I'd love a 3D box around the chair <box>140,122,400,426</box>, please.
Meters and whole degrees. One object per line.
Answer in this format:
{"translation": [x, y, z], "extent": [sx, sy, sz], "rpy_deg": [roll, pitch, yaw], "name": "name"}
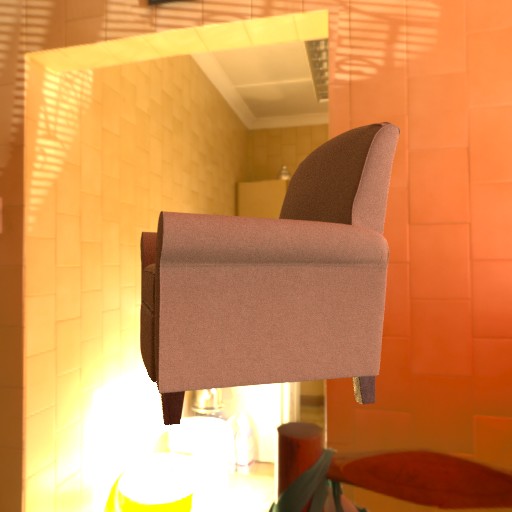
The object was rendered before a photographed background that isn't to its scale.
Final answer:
{"translation": [0.000, 0.000, 1.828], "extent": [0.905, 1.061, 0.978], "rpy_deg": [0, -1, -18], "name": "chair"}
